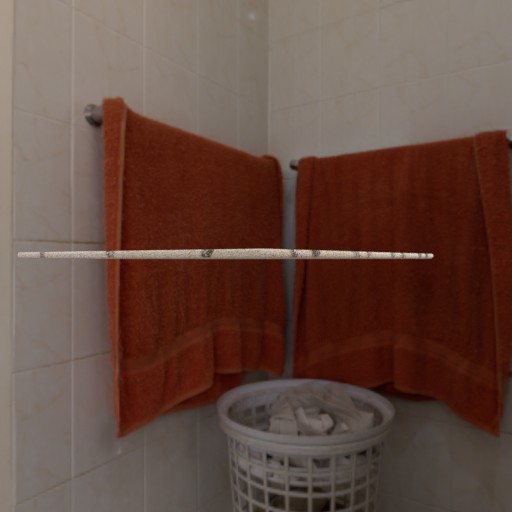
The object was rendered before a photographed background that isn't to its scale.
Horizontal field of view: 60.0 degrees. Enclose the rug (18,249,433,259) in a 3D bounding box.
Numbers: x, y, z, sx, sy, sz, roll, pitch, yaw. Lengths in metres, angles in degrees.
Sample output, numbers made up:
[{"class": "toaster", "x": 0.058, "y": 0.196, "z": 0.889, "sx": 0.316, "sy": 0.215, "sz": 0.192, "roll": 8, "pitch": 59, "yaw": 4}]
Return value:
[{"class": "rug", "x": 0.000, "y": 0.000, "z": 2.063, "sx": 1.200, "sy": 0.025, "sz": 1.600, "roll": 0, "pitch": 0, "yaw": 35}]
